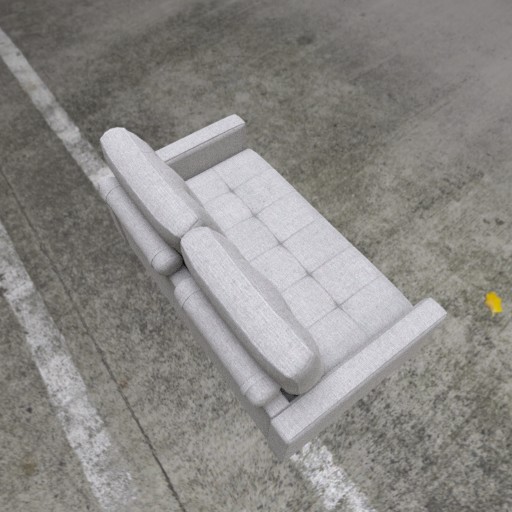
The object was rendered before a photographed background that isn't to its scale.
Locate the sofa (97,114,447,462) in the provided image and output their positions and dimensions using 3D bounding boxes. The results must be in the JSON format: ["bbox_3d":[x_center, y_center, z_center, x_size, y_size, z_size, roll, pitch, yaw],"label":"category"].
[{"bbox_3d":[0.000,0.000,1.939,0.842,0.907,1.407,-32,63,-19],"label":"sofa"}]
